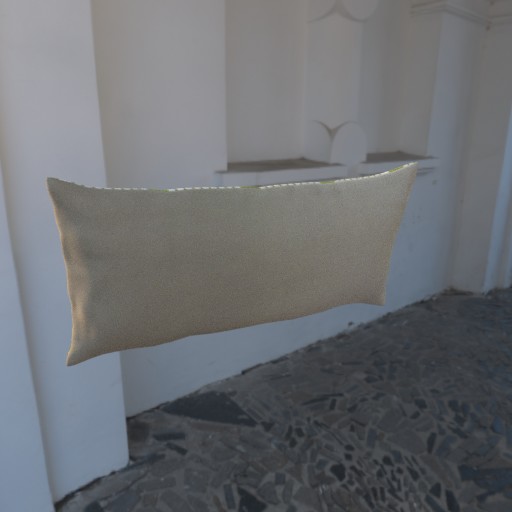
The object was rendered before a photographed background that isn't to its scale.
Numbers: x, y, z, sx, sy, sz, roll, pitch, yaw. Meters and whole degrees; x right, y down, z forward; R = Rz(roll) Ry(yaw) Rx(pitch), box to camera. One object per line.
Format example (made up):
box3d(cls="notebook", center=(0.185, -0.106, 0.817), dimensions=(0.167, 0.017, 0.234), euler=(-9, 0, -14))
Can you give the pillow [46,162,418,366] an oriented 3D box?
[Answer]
box3d(cls="pillow", center=(0.000, 0.000, 0.733), dimensions=(0.608, 0.292, 0.156), euler=(-7, 17, -24))
